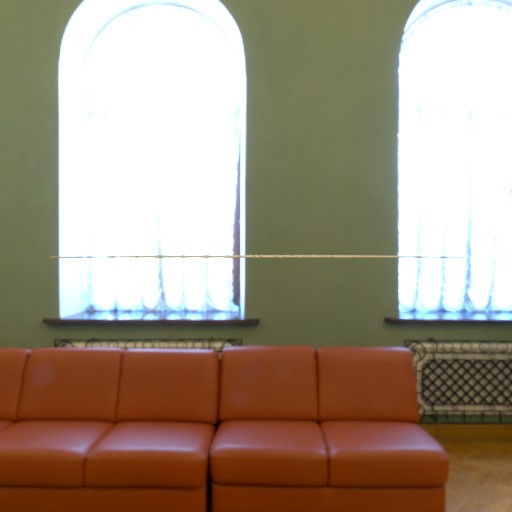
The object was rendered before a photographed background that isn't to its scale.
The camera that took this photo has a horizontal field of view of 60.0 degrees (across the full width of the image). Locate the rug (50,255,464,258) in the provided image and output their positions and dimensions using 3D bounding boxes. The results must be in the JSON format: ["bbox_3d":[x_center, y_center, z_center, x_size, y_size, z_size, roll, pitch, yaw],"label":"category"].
[{"bbox_3d":[0.000,0.000,4.102,2.421,0.008,3.045,0,0,0],"label":"rug"}]
